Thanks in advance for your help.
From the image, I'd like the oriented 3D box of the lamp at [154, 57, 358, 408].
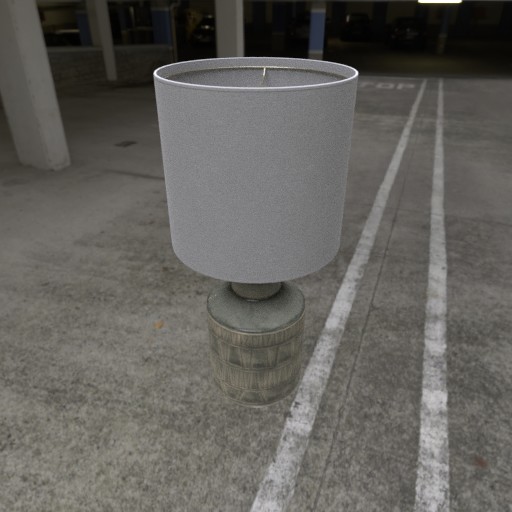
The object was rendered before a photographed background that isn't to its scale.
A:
[{"bbox_3d":[0.000,0.000,0.581,0.211,0.455,0.211,11,32,17],"label":"lamp"}]
